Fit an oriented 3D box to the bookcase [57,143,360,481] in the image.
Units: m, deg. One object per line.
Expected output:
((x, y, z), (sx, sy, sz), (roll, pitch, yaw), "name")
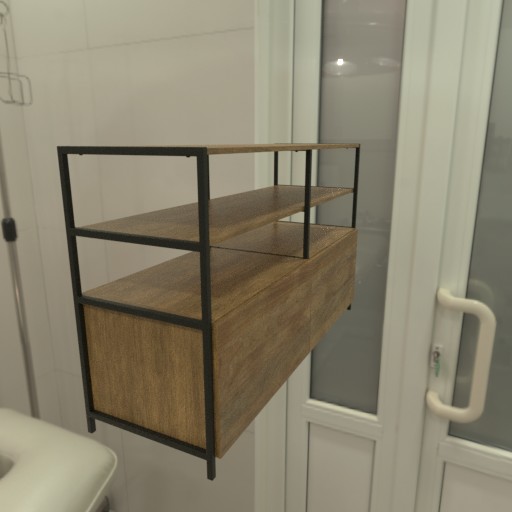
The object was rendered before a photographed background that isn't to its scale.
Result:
((0.000, 0.000, 1.459), (0.391, 0.712, 1.149), (7, 16, 26), "bookcase")
